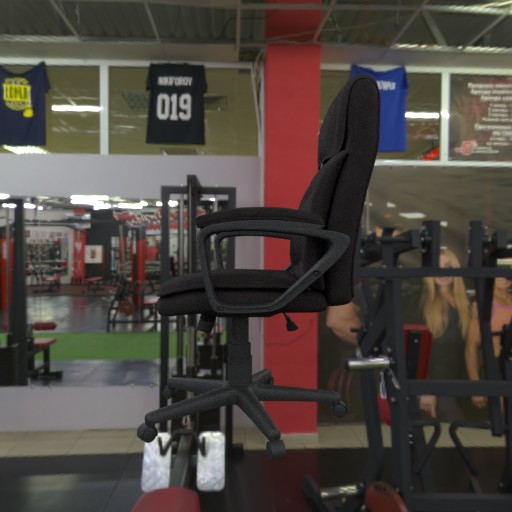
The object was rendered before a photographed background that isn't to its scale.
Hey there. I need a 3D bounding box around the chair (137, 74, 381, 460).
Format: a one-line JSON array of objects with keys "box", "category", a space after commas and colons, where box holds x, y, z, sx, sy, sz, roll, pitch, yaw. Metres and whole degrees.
[{"box": [0.000, 0.000, 1.513, 0.724, 1.105, 0.667, 0, 1, -1], "category": "chair"}]
